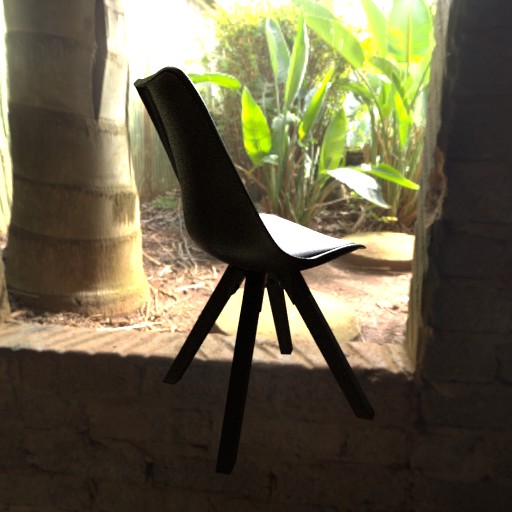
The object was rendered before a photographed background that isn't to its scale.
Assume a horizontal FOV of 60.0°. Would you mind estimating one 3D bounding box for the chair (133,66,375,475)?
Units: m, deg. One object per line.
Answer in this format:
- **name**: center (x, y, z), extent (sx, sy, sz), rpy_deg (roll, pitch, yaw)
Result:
- **chair**: center (0.000, 0.000, 1.140), extent (0.530, 0.850, 0.485), rpy_deg (-8, 17, -27)
